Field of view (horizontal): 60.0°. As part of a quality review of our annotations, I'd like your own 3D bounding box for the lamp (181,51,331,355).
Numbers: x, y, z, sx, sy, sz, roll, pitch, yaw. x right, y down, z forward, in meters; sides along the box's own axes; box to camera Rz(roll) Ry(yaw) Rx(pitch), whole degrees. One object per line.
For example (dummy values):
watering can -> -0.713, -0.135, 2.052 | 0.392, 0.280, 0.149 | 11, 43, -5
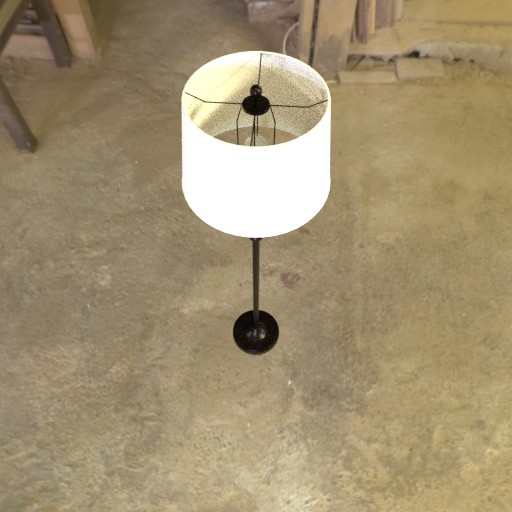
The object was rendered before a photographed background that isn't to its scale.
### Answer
lamp -> 0.000, 0.000, 1.658 | 0.431, 1.484, 0.431 | 0, 58, 0
